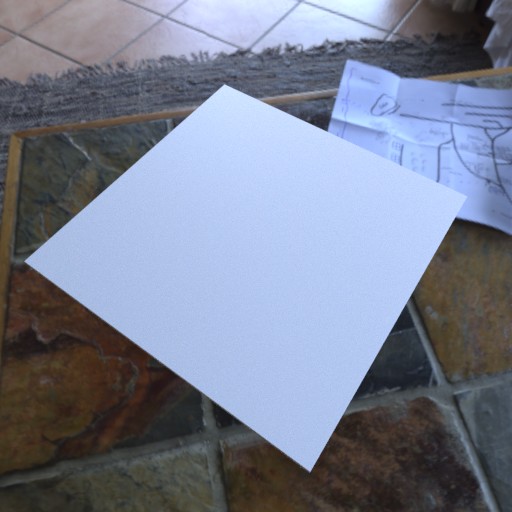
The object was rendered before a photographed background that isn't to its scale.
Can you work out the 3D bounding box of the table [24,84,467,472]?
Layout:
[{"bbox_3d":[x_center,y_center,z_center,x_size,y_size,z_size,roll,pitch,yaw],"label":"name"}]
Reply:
[{"bbox_3d":[0.000,0.000,1.371,0.890,0.305,0.890,31,63,17],"label":"table"}]
